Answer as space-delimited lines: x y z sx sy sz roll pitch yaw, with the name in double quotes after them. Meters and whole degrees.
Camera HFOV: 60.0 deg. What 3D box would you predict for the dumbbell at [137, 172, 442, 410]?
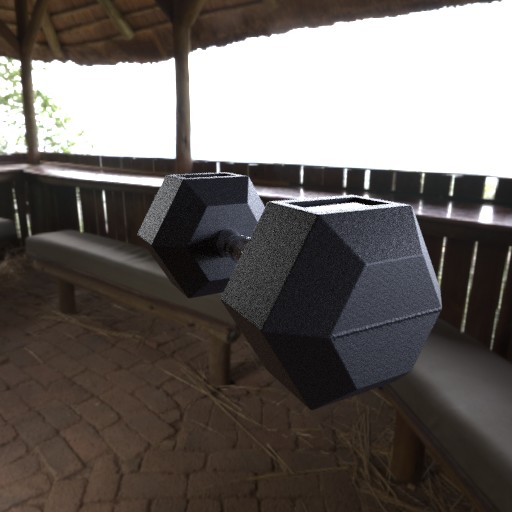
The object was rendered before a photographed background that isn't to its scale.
0.000 0.000 0.436 0.157 0.137 0.361 -8 17 -27 "dumbbell"
